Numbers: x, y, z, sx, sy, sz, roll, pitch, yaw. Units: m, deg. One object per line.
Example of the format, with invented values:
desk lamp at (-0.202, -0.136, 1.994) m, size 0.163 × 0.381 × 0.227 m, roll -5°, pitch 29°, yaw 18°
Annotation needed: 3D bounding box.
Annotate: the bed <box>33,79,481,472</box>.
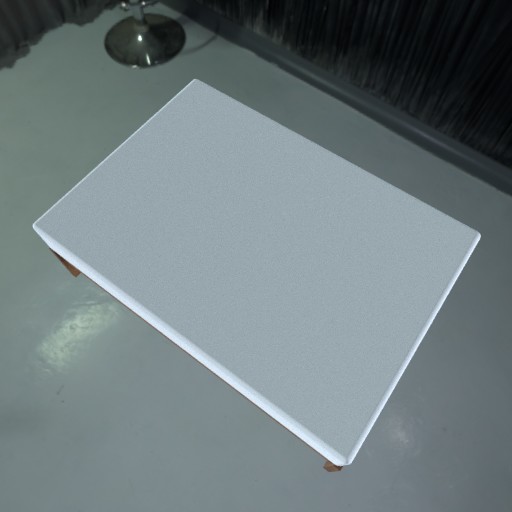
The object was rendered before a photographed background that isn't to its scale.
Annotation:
bed at (0.000, 0.000, 2.547) m, size 1.927 × 0.616 × 1.348 m, roll 33°, pitch 68°, yaw 15°
